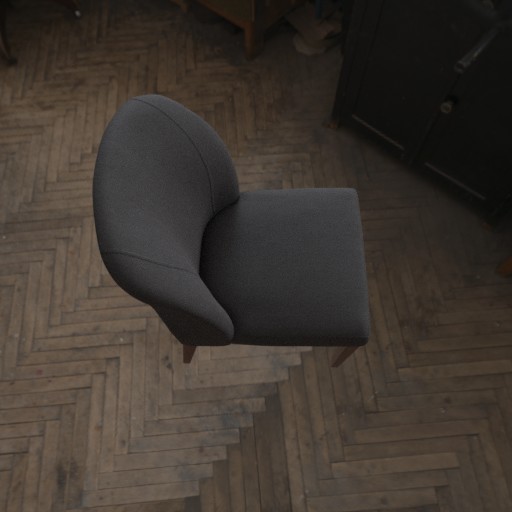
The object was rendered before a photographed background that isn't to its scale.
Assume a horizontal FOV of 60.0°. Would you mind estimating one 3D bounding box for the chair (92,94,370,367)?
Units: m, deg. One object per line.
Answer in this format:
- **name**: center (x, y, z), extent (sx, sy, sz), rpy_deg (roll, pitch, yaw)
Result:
- **chair**: center (0.000, 0.000, 1.250), extent (0.619, 0.879, 0.506), rpy_deg (1, 65, 0)
